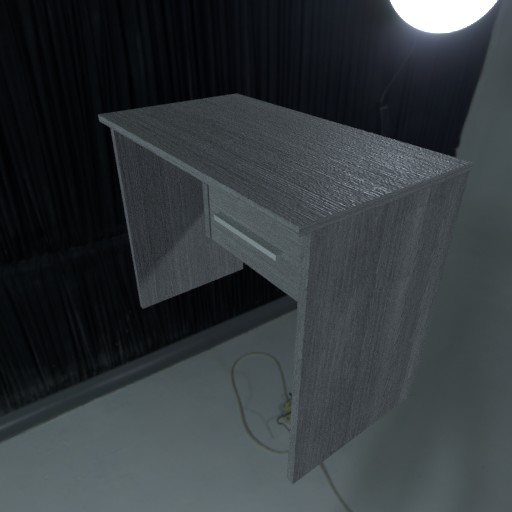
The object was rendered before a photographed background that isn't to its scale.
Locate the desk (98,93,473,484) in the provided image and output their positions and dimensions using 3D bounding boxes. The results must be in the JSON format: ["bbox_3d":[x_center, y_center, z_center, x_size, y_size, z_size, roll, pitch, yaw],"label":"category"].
[{"bbox_3d":[0.000,0.000,1.318,0.498,0.724,0.893,-21,37,-31],"label":"desk"}]
